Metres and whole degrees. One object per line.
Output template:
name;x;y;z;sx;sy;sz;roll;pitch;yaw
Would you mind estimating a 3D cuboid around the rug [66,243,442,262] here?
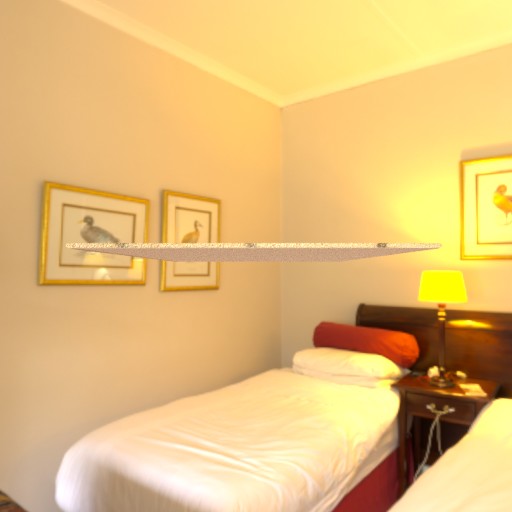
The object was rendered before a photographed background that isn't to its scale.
rug;0.000;0.000;3.446;1.801;0.026;2.701;0;-2;0
